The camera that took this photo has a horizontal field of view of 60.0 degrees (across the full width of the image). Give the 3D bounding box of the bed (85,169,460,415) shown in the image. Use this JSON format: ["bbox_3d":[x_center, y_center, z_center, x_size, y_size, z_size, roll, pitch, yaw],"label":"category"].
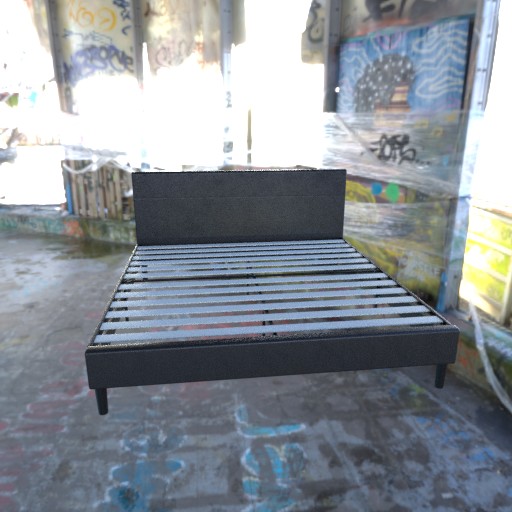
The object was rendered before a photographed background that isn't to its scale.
[{"bbox_3d":[0.000,0.000,3.318,2.018,1.046,2.152,-2,17,-7],"label":"bed"}]
